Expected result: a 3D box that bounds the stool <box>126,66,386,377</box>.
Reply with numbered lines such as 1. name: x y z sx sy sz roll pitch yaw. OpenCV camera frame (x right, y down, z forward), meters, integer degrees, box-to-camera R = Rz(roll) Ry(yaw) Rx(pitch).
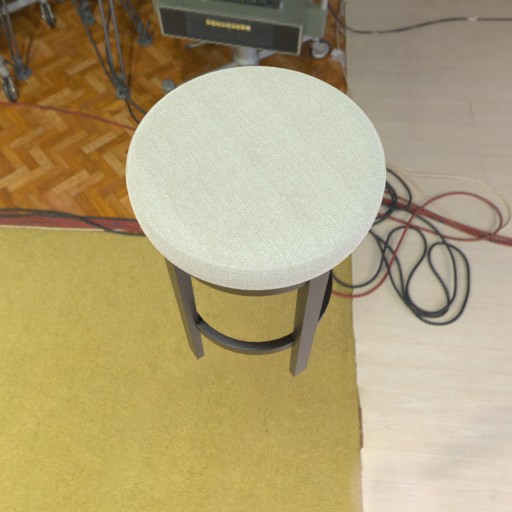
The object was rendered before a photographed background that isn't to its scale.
1. stool: 0.000 0.000 1.030 0.446 0.758 0.446 0 62 0
